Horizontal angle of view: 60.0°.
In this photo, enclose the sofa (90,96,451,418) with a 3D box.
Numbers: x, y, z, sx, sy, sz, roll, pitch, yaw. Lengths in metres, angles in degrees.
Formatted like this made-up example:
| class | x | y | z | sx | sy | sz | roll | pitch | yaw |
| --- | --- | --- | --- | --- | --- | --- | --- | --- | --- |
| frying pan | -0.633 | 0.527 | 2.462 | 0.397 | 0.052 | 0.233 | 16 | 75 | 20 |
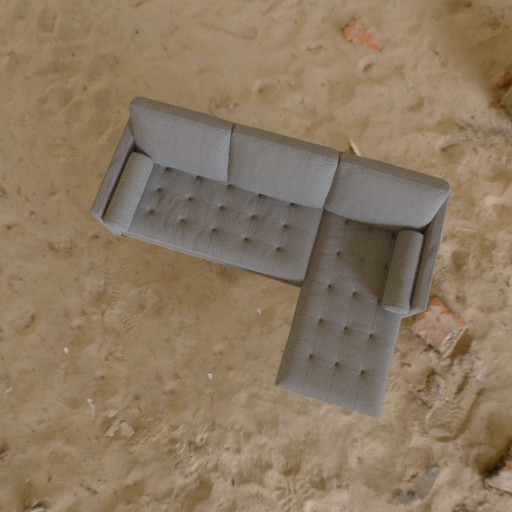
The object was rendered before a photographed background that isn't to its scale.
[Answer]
| class | x | y | z | sx | sy | sz | roll | pitch | yaw |
| --- | --- | --- | --- | --- | --- | --- | --- | --- | --- |
| sofa | 0.000 | 0.000 | 2.902 | 2.178 | 0.875 | 1.506 | 16 | 76 | 4 |
